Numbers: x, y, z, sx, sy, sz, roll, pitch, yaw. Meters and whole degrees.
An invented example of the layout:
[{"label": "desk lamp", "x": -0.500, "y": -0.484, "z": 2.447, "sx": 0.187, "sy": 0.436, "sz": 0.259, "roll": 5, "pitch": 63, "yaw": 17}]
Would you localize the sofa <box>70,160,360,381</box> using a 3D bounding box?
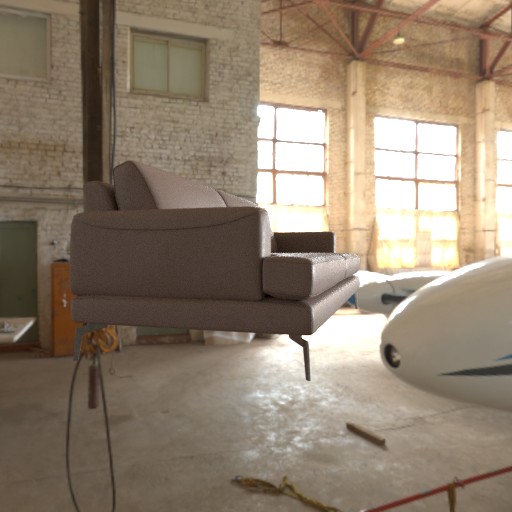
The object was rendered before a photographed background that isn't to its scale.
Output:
[{"label": "sofa", "x": 0.000, "y": 0.000, "z": 2.409, "sx": 0.974, "sy": 0.765, "sz": 1.940, "roll": 0, "pitch": 0, "yaw": 17}]
